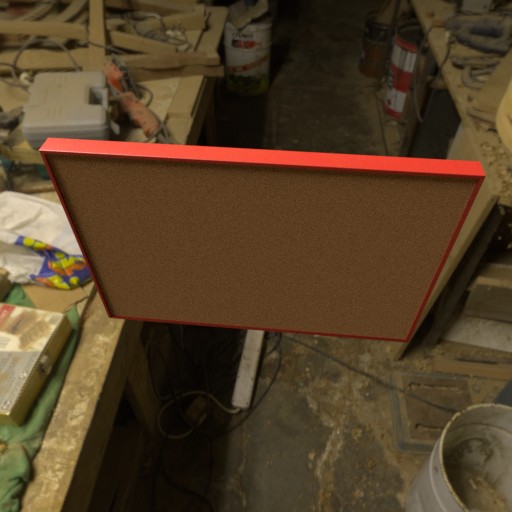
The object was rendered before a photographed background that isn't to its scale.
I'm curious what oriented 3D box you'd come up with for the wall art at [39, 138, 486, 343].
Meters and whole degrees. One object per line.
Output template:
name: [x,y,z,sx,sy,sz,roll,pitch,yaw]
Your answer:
wall art: [0.000,0.000,0.758,0.607,0.405,0.033,4,47,4]
